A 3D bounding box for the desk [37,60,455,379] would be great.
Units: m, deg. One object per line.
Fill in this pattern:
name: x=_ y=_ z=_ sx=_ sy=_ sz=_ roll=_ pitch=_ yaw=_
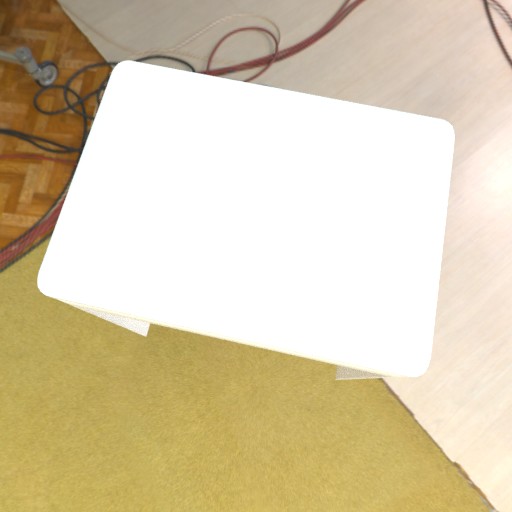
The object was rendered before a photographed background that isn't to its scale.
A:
desk: x=0.000 y=0.000 z=1.285 sx=0.762 sy=0.800 sz=0.549 roll=12 pitch=74 yaw=3
